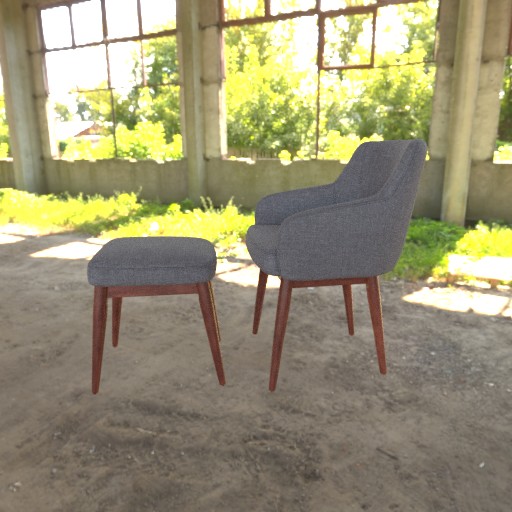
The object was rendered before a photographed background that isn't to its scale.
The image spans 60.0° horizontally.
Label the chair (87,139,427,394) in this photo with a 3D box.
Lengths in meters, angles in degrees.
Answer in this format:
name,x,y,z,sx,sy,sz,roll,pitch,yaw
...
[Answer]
name,x,y,z,sx,sy,sz,roll,pitch,yaw
chair,0.000,0.000,1.568,1.107,0.799,0.584,-2,14,-7
